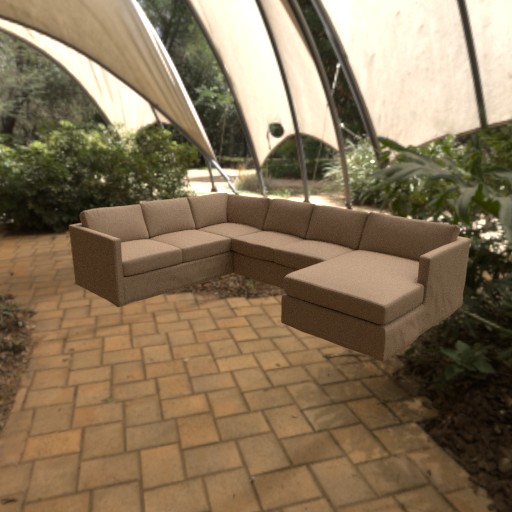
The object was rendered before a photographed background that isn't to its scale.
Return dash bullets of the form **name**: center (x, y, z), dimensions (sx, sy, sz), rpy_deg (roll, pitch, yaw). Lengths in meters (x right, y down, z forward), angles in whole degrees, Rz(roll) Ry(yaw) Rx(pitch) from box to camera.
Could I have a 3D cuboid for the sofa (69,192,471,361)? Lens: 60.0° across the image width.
- **sofa**: center (0.000, 0.000, 4.623), dimensions (3.460, 0.882, 2.427), rpy_deg (15, 21, 42)
